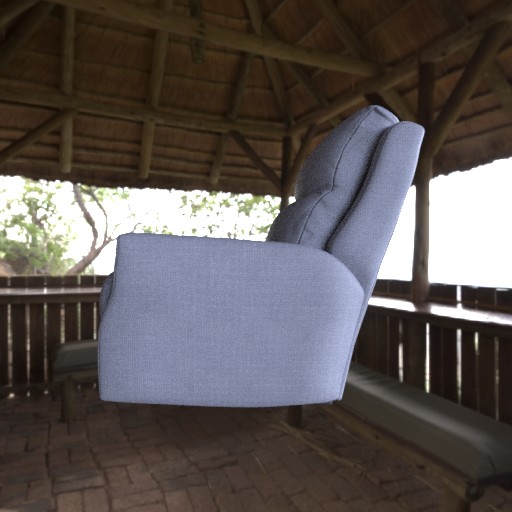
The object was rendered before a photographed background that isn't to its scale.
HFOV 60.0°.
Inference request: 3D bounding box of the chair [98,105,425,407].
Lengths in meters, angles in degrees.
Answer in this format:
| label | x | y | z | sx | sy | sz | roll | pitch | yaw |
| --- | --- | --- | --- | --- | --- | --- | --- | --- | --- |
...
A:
| label | x | y | z | sx | sy | sz | roll | pitch | yaw |
| --- | --- | --- | --- | --- | --- | --- | --- | --- | --- |
| chair | 0.000 | 0.000 | 1.753 | 1.080 | 1.030 | 0.829 | 0 | 0 | 1 |
